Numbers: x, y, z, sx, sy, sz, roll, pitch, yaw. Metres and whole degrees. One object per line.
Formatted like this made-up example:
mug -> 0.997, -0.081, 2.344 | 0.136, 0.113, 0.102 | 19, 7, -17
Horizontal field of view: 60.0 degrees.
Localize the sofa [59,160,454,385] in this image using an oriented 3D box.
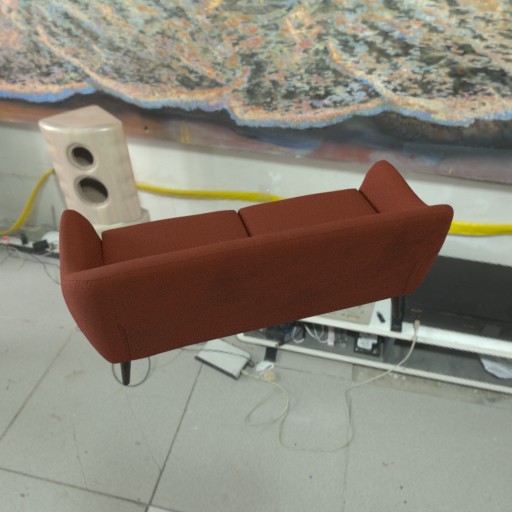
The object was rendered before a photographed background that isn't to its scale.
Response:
sofa -> 0.000, 0.000, 2.271 | 1.840, 0.836, 0.820 | -11, 42, -13
